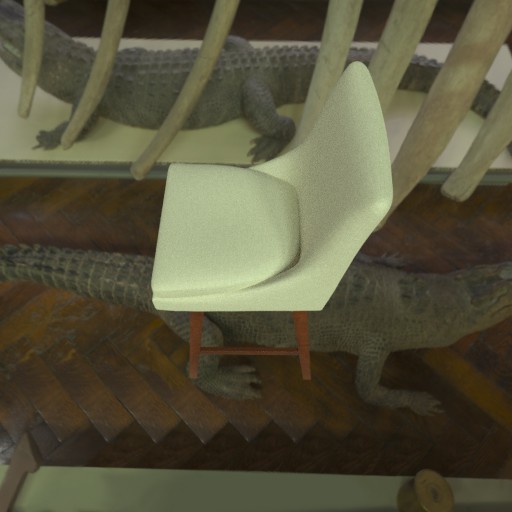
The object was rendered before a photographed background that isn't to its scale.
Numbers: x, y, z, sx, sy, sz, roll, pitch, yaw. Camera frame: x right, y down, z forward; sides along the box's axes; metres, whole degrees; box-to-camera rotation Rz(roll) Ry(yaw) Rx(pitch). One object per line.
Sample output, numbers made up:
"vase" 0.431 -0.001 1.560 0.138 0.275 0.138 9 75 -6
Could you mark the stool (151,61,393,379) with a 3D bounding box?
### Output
"stool" 0.000 0.000 1.403 0.559 1.097 0.470 1 58 0
